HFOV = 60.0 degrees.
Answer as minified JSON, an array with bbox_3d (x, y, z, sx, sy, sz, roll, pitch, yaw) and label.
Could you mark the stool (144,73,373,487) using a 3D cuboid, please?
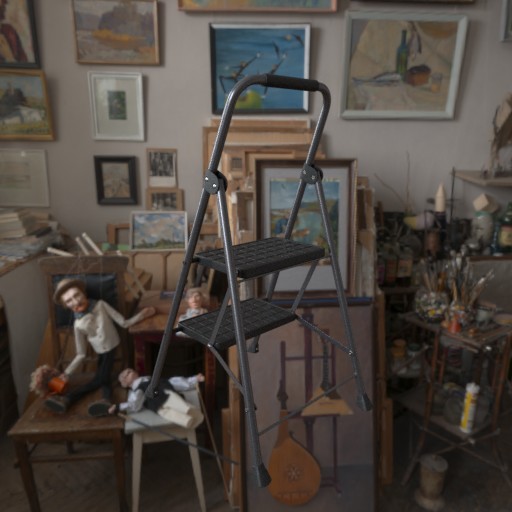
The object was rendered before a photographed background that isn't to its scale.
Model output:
[{"bbox_3d":[0.000,0.000,1.181,0.450,0.872,0.514,-14,20,-41],"label":"stool"}]
